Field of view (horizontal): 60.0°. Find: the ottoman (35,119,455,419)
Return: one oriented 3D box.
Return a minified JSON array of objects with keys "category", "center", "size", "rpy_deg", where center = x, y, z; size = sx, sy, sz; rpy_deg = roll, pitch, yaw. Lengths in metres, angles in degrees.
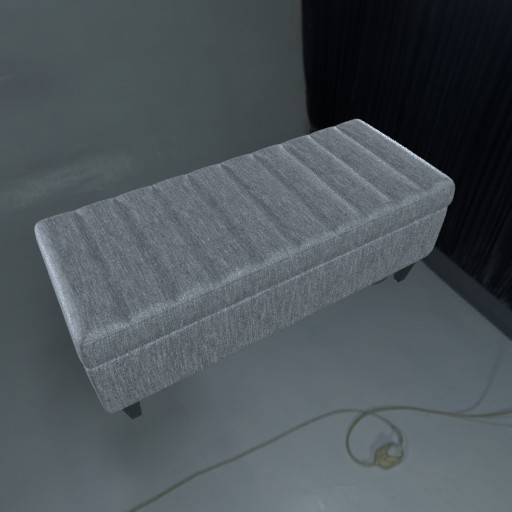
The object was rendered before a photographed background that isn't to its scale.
[{"category":"ottoman","center":[0.000,0.000,1.412],"size":[1.151,0.469,0.482],"rpy_deg":[-23,49,-21]}]
